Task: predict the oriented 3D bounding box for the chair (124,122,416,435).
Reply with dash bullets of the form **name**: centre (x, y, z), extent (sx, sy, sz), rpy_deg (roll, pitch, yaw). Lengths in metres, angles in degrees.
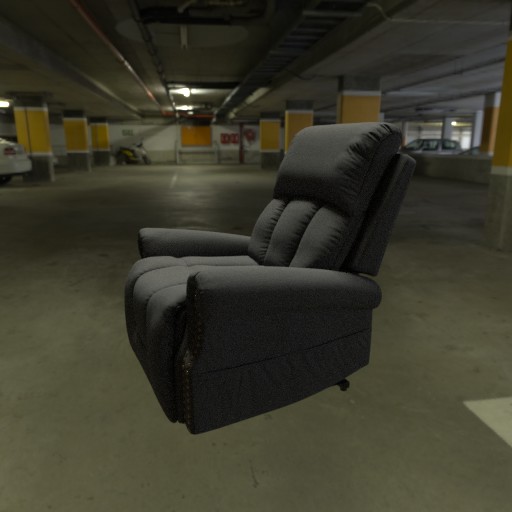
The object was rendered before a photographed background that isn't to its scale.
- **chair**: centre (0.000, 0.000, 1.778), extent (0.979, 1.031, 0.871), rpy_deg (-7, 16, -25)
